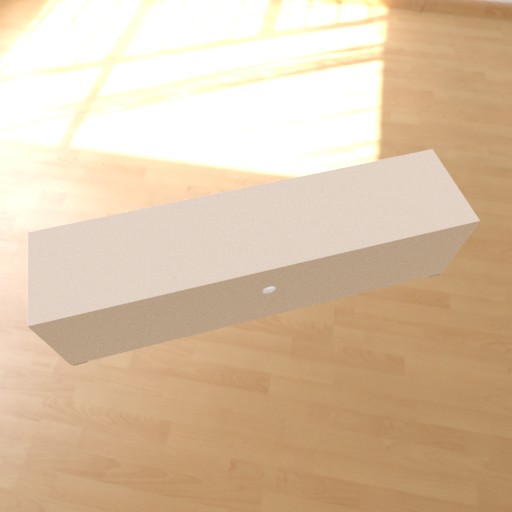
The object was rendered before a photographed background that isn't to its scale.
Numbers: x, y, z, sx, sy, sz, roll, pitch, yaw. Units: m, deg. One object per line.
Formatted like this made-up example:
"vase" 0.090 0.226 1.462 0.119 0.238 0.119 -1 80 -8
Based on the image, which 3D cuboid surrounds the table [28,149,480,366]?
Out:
"table" 0.000 0.000 1.839 1.650 0.420 0.390 -13 59 -8
